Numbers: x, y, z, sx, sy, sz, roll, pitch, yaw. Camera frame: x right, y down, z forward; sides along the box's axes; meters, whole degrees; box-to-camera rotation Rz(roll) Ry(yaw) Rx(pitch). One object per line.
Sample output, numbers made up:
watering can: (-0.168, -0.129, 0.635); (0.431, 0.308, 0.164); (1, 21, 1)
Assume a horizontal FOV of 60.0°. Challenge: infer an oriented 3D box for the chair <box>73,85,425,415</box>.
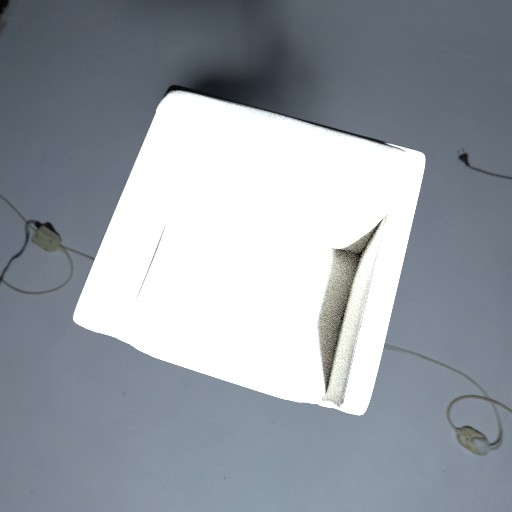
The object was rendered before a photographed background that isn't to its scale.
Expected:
chair: (0.000, 0.000, 1.727); (0.996, 0.919, 0.959); (17, 76, 4)
